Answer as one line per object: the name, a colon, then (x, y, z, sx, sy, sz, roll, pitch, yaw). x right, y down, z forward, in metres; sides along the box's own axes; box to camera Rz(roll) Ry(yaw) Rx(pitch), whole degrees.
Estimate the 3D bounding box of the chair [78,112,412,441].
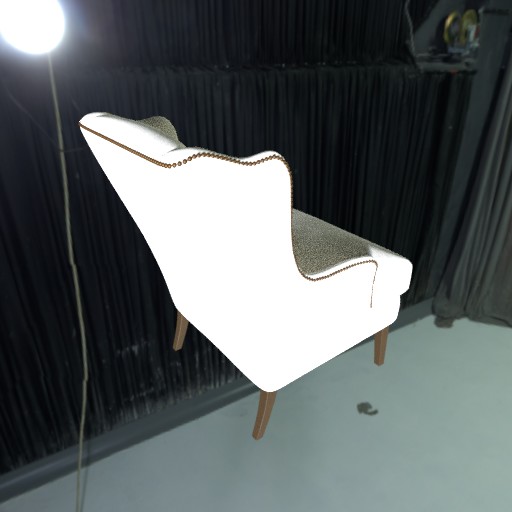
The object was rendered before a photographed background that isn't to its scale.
chair: (0.000, 0.000, 1.630, 0.940, 1.029, 0.737, -18, 32, -32)
